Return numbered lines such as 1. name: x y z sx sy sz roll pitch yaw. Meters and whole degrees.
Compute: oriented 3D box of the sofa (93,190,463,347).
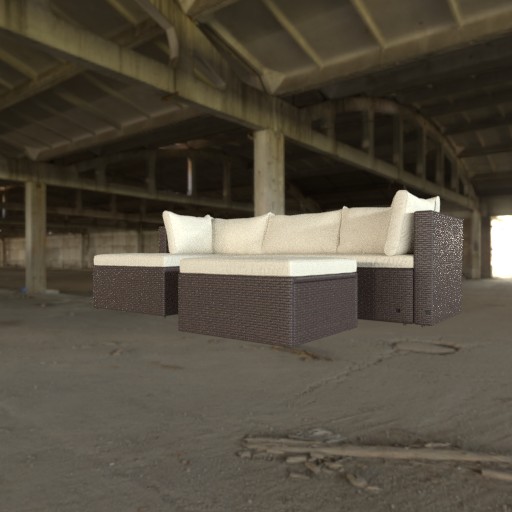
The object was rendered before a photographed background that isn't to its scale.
1. sofa: 0.000 0.000 2.927 2.192 0.766 1.612 0 0 37
